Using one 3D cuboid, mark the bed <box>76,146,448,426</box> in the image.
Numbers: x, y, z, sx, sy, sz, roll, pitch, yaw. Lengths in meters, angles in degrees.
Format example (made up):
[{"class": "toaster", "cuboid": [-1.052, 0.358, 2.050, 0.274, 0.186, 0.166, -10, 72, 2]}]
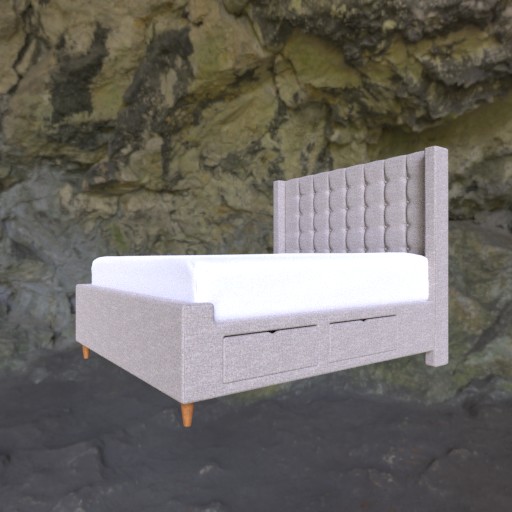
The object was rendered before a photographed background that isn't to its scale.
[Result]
[{"class": "bed", "cuboid": [0.000, 0.000, 3.699, 2.372, 1.748, 2.044, 0, 0, -36]}]
